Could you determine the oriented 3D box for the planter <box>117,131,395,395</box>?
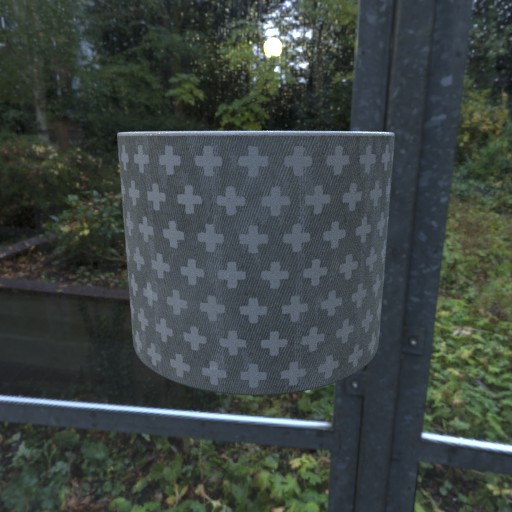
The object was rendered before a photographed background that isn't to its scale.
[{"bbox_3d":[0.000,0.000,0.447,0.250,0.239,0.250,0,15,0],"label":"planter"}]
